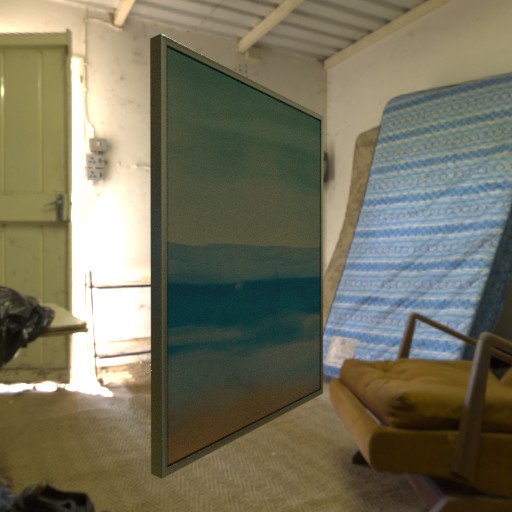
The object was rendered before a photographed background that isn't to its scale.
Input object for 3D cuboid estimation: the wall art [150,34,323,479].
[{"bbox_3d":[0.000,0.000,1.390,0.041,1.062,0.803,0,1,37],"label":"wall art"}]
